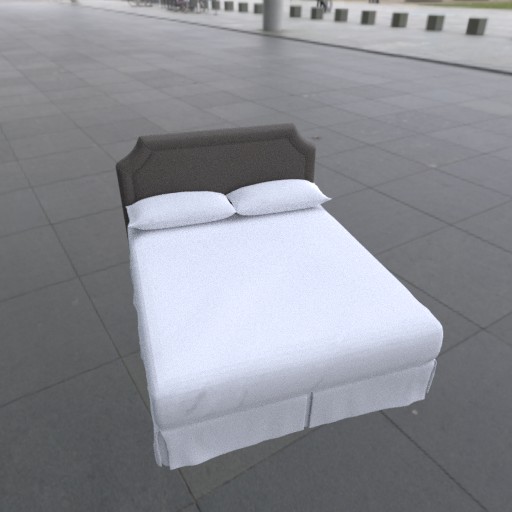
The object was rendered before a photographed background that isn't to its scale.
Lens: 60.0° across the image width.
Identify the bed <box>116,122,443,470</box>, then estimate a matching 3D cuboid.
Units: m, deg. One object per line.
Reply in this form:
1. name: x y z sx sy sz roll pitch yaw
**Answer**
1. bed: 0.000 0.000 3.847 2.194 1.561 2.536 -9 33 -15
